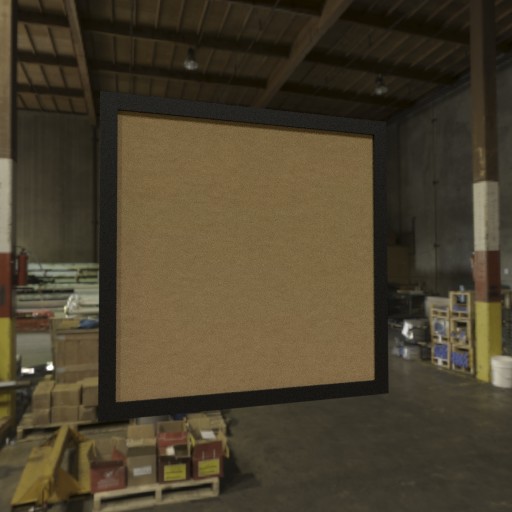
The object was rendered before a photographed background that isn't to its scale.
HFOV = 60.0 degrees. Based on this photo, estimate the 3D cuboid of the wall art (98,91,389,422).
[{"bbox_3d":[0.000,0.000,0.534,0.356,0.356,0.013,0,-2,-17],"label":"wall art"}]
